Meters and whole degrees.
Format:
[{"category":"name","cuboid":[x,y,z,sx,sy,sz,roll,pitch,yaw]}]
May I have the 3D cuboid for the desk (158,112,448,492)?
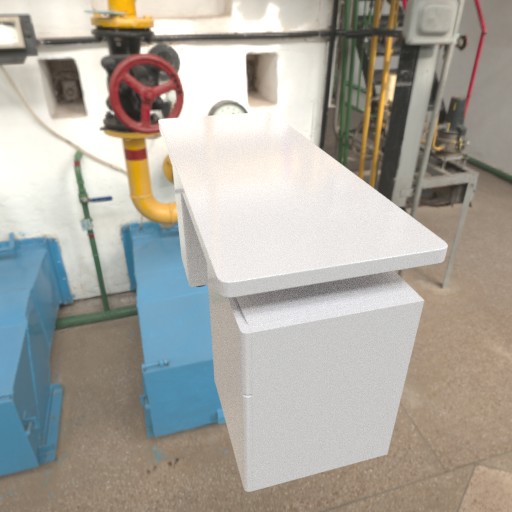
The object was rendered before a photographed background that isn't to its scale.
[{"category":"desk","cuboid":[0.000,0.000,1.733,0.550,0.762,1.400,-8,32,-14]}]
